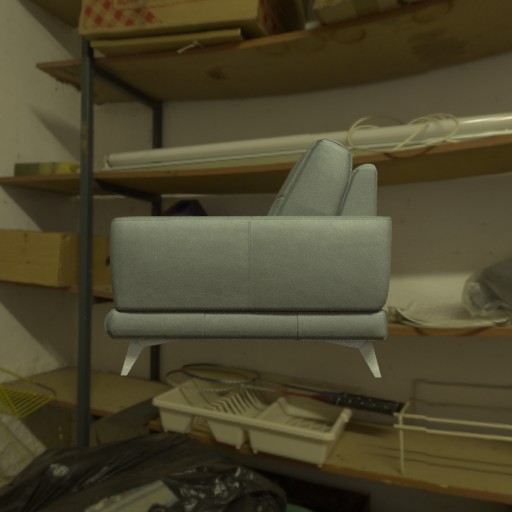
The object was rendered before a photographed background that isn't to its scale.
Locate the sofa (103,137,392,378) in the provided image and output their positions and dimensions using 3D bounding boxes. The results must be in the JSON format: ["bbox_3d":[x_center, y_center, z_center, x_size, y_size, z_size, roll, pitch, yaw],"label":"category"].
[{"bbox_3d":[0.000,0.000,2.406,1.018,0.907,1.806,0,-2,2],"label":"sofa"}]
